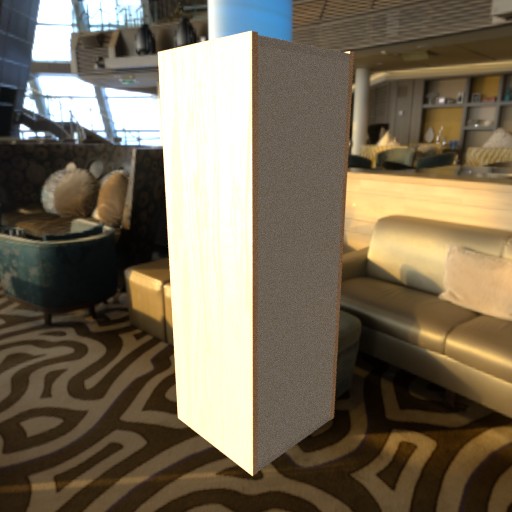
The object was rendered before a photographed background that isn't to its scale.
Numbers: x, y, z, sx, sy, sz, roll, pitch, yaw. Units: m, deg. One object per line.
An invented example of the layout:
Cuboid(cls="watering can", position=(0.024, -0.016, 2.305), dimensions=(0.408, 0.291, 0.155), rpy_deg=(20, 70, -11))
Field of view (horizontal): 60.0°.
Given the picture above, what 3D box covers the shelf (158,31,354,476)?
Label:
Cuboid(cls="shelf", position=(0.000, 0.000, 1.064), dimensions=(0.300, 0.900, 0.290), rpy_deg=(-15, 21, -42))
